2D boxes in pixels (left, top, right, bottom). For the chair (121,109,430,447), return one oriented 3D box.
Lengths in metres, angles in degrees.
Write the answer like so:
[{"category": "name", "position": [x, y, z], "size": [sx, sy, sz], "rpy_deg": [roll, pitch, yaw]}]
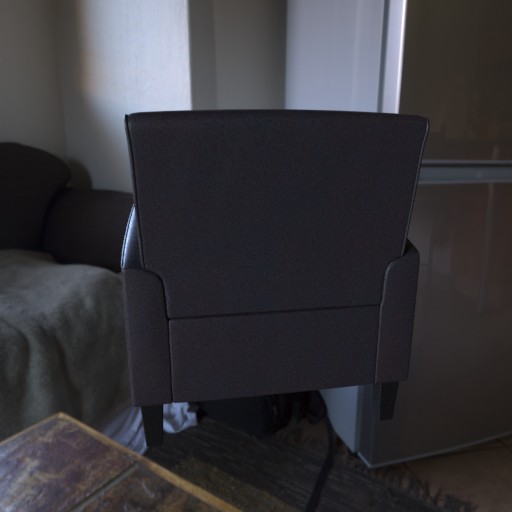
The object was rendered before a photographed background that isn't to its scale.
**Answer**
[{"category": "chair", "position": [0.000, 0.000, 1.524], "size": [0.820, 0.916, 0.819], "rpy_deg": [-3, 15, -10]}]
